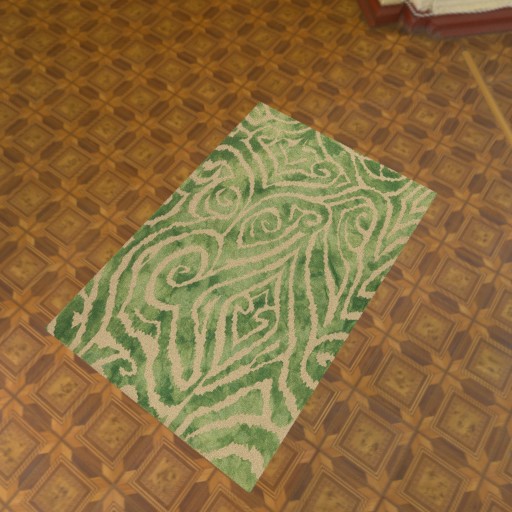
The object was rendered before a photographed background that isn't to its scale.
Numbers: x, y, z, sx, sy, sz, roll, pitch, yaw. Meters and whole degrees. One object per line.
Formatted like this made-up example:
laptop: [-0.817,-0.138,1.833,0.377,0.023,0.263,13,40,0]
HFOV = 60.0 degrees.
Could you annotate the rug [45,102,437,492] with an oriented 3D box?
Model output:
rug: [0.000,0.000,2.326,1.220,0.006,1.826,32,68,15]
